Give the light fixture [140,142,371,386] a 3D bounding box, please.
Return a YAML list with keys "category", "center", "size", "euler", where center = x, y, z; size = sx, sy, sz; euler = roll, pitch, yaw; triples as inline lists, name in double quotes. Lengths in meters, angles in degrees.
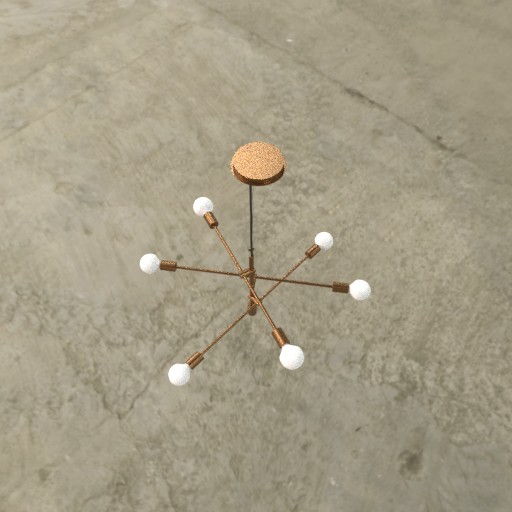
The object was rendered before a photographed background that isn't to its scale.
- category: "light fixture"
  center: [0.000, 0.000, 1.266]
  size: [0.682, 0.744, 0.637]
  euler: [-14, 59, -9]
